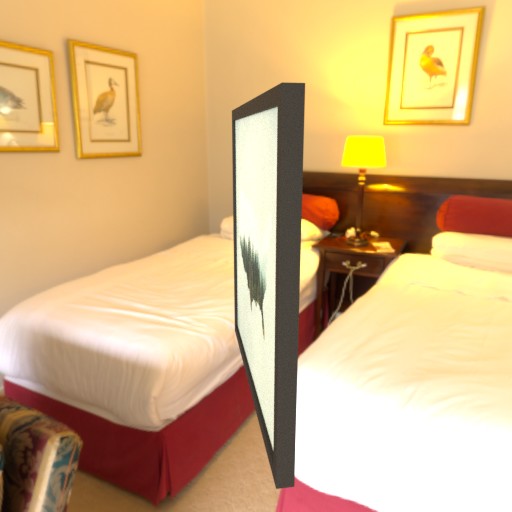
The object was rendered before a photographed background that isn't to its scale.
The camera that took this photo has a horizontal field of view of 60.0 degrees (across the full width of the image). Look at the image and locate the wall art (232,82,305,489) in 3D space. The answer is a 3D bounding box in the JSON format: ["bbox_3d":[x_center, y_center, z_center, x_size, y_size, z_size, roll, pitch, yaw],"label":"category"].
[{"bbox_3d":[0.000,0.000,1.155,0.038,0.763,0.763,-2,15,-9],"label":"wall art"}]
